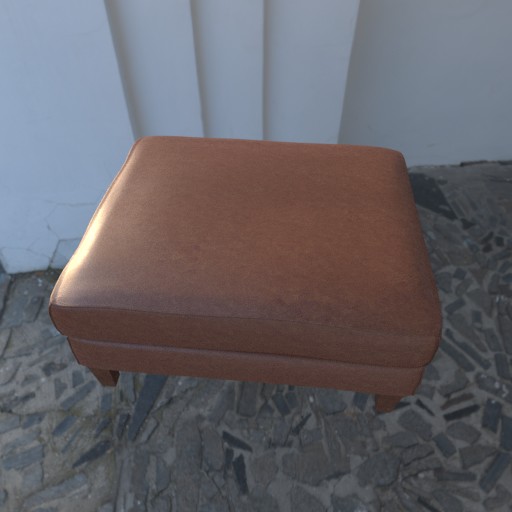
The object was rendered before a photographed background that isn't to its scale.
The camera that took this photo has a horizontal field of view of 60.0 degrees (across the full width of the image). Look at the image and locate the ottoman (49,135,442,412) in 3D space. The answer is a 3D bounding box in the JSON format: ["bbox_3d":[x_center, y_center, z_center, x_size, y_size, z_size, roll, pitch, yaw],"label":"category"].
[{"bbox_3d":[0.000,0.000,1.469,0.987,0.472,0.836,4,45,4],"label":"ottoman"}]
